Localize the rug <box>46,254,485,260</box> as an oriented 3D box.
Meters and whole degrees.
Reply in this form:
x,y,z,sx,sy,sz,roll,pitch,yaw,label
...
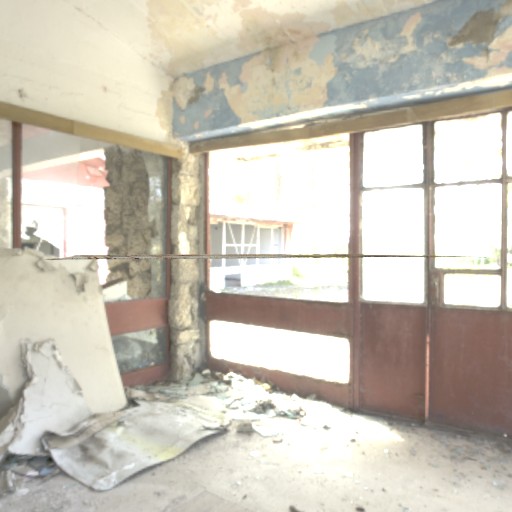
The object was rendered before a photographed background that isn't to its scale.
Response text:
x,y,z,sx,sy,sz,roll,pitch,yaw,label
0.000,0.000,2.367,1.918,0.007,1.268,0,1,-19,rug
